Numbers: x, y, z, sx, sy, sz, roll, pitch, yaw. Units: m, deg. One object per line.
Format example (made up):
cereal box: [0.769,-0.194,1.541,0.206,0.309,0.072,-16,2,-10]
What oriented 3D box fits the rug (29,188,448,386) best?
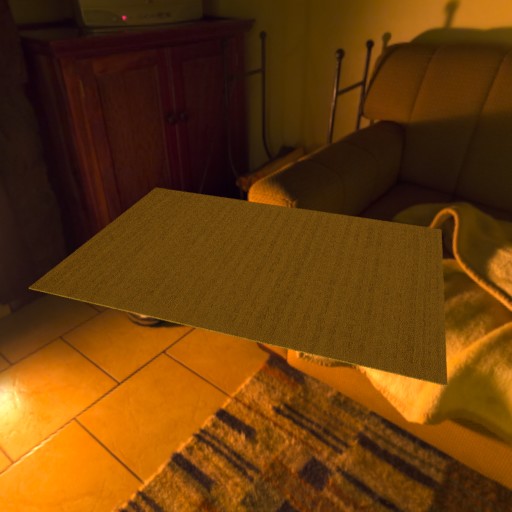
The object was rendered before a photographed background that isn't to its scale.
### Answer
rug: [0.000,0.000,2.197,1.752,0.006,1.142,10,34,15]
